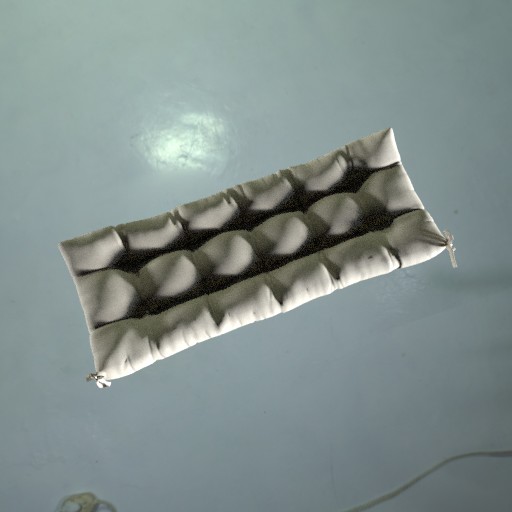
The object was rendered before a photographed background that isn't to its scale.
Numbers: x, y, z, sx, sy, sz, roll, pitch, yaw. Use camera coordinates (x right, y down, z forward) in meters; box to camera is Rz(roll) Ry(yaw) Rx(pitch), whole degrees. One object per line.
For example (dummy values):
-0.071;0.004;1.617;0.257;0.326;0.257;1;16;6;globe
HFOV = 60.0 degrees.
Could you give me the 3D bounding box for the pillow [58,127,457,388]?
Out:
0.000;0.000;1.366;1.194;0.174;0.511;-20;76;-5;pillow
